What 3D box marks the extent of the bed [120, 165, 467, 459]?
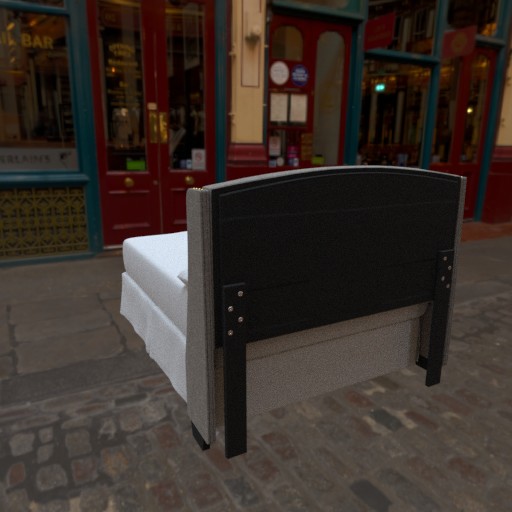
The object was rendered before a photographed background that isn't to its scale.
[{"bbox_3d":[0.000,0.000,3.333,1.710,1.407,2.237,-7,16,-27],"label":"bed"}]
